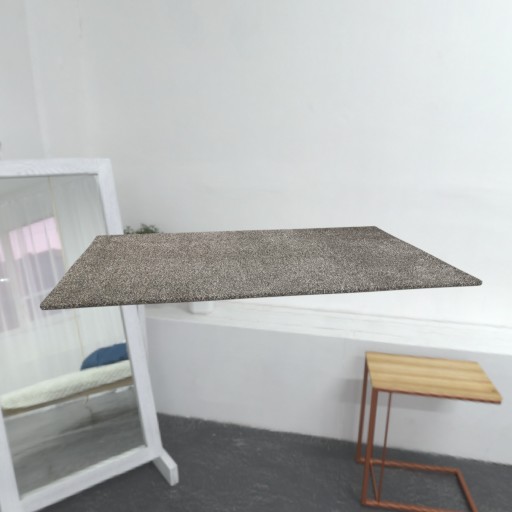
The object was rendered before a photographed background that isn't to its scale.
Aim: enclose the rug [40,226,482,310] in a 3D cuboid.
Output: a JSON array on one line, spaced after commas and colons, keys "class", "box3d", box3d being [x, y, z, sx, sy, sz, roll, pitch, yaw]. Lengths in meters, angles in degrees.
[{"class": "rug", "box3d": [0.000, 0.000, 3.014, 2.352, 0.025, 1.501, -2, 16, -8]}]
